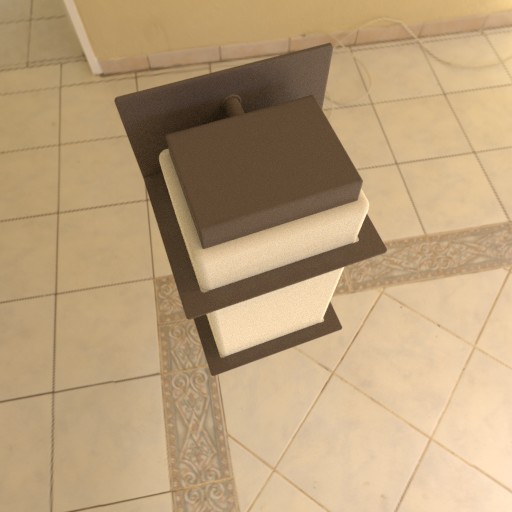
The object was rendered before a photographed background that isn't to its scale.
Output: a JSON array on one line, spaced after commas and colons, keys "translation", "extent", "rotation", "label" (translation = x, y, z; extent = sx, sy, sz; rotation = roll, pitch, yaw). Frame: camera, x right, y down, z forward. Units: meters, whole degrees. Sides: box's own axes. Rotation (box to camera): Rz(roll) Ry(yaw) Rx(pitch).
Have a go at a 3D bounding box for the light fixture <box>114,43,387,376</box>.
[{"translation": [0.000, 0.000, 0.426], "extent": [0.153, 0.347, 0.146], "rotation": [-18, 65, -9], "label": "light fixture"}]
